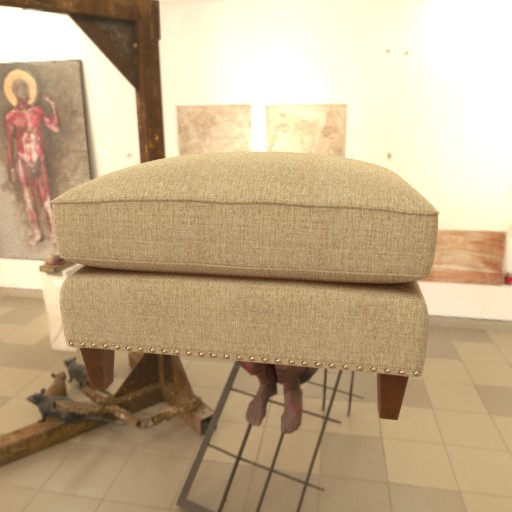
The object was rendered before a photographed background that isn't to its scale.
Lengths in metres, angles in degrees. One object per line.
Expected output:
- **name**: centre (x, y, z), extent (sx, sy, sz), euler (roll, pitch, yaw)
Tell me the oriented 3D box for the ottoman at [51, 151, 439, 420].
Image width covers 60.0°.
- **ottoman**: centre (0.000, 0.000, 1.121), extent (0.741, 0.513, 0.584), euler (3, 17, 9)
